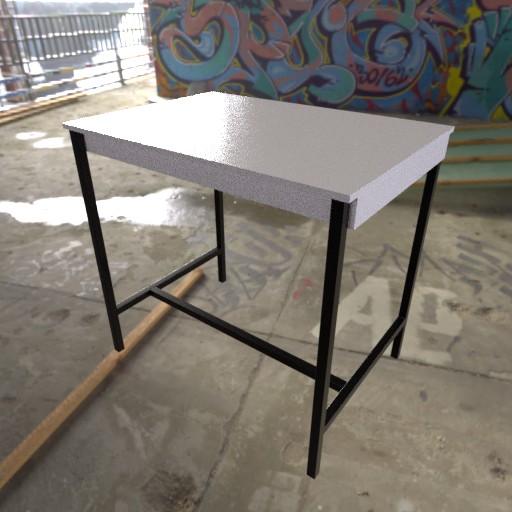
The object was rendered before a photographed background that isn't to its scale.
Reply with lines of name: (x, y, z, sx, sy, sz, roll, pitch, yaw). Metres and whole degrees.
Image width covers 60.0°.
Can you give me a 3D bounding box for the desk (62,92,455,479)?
desk: (0.000, 0.000, 1.312, 0.811, 0.766, 0.573, 21, 36, 32)
